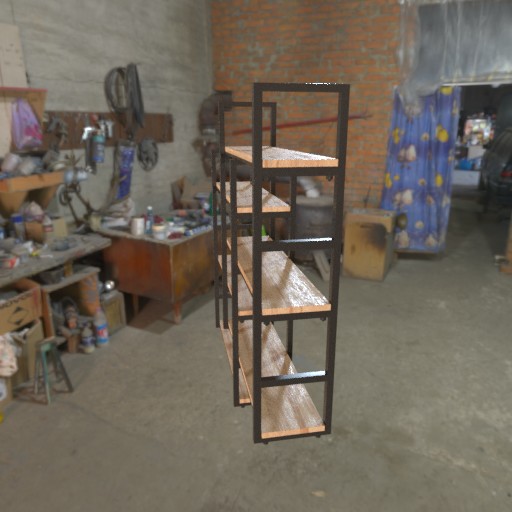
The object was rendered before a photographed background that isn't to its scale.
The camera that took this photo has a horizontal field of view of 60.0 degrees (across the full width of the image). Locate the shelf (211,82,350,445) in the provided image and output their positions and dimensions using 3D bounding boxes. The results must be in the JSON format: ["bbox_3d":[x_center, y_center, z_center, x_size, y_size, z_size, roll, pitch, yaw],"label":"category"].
[{"bbox_3d":[0.000,0.000,1.378,0.183,0.921,0.946,-3,16,-10],"label":"shelf"}]
